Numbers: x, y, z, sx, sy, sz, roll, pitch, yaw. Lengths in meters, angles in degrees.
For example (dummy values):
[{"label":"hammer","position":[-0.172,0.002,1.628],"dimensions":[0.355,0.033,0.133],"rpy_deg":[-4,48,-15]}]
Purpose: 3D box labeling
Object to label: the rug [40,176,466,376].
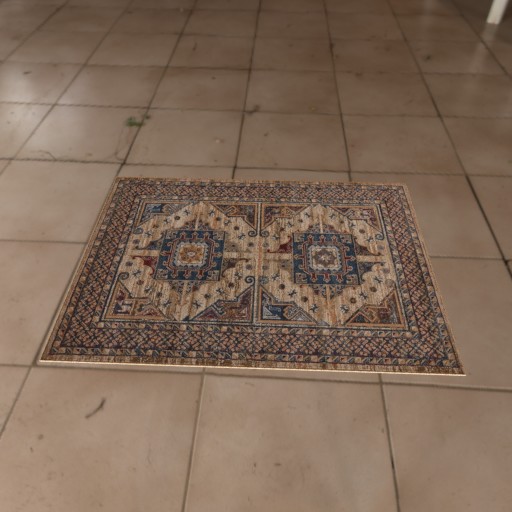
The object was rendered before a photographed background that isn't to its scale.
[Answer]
[{"label":"rug","position":[0.000,0.000,2.860],"dimensions":[2.227,0.008,1.611],"rpy_deg":[2,47,1]}]
